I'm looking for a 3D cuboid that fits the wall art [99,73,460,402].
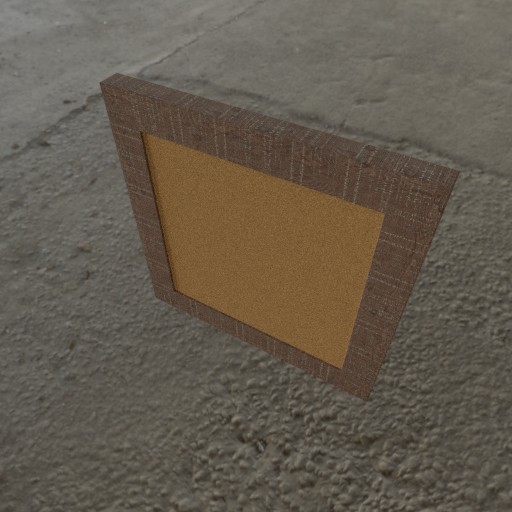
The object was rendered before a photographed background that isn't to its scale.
[{"bbox_3d":[0.000,0.000,0.793,0.531,0.531,0.040,22,50,20],"label":"wall art"}]
